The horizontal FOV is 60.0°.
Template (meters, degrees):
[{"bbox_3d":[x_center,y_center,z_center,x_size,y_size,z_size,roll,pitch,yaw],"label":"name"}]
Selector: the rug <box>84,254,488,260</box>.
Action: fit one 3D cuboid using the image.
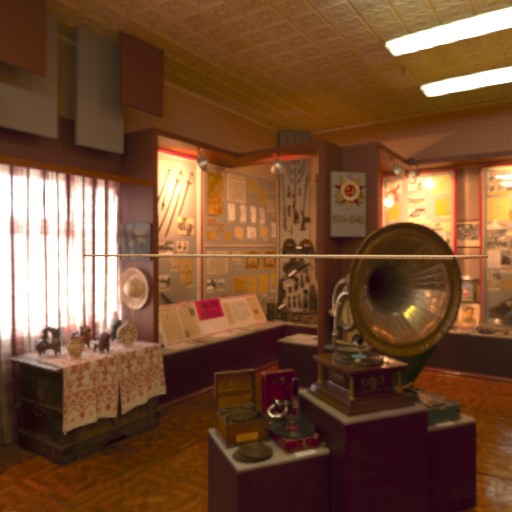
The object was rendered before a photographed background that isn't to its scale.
[{"bbox_3d":[0.000,0.000,2.713,2.438,0.012,0.762,0,1,36],"label":"rug"}]
